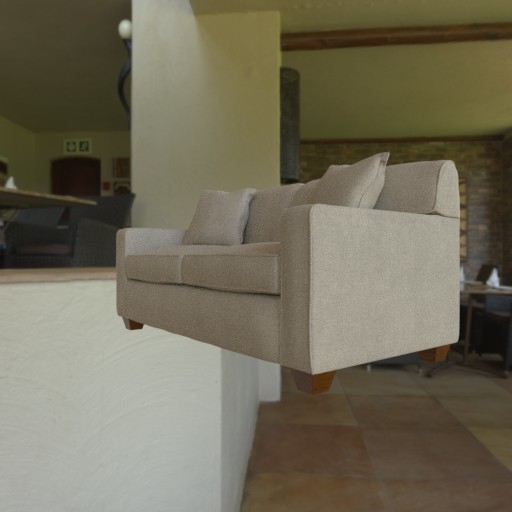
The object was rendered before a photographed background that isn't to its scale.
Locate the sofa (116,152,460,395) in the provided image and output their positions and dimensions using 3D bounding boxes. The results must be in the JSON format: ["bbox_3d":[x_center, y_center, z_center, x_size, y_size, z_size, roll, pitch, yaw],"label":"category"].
[{"bbox_3d":[0.000,0.000,2.467,0.998,0.958,1.846,0,0,-37],"label":"sofa"}]
